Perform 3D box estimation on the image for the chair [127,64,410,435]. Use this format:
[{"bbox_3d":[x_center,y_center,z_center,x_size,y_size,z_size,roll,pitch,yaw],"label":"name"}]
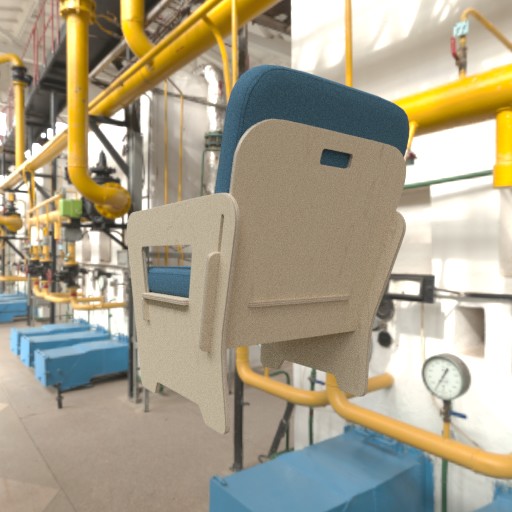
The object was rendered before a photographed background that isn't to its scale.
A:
[{"bbox_3d":[0.000,0.000,1.198,0.547,0.747,0.657,0,0,-36],"label":"chair"}]
